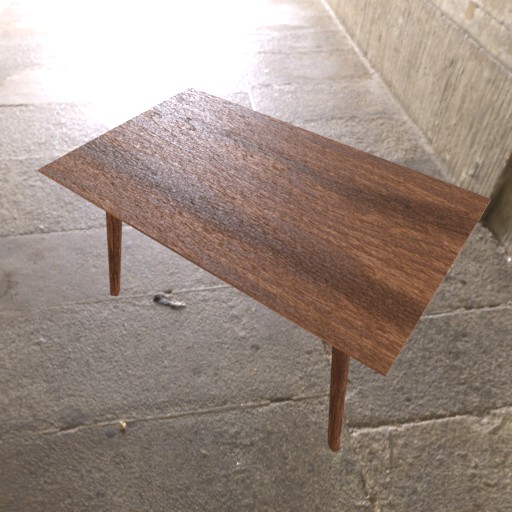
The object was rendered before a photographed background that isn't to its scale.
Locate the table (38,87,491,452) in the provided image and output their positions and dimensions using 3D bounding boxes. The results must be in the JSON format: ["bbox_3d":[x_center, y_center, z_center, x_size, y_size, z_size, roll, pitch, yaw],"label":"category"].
[{"bbox_3d":[0.000,0.000,1.788,1.349,0.724,0.801,28,53,24],"label":"table"}]
